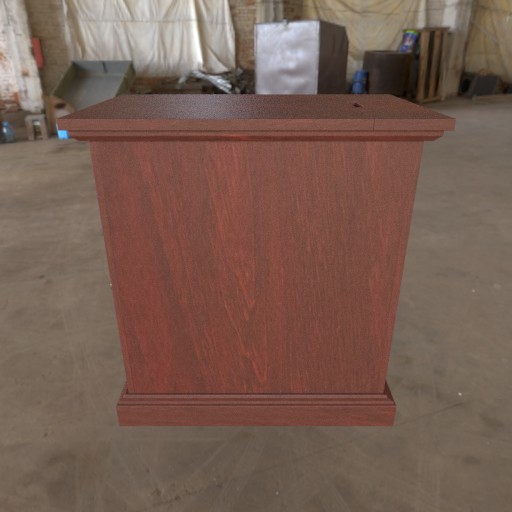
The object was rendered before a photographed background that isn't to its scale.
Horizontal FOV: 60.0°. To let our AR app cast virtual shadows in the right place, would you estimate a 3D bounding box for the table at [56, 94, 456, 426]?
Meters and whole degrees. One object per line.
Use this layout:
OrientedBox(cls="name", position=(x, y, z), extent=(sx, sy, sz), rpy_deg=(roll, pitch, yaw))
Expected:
OrientedBox(cls="table", position=(0.000, 0.000, 0.939), extent=(0.584, 0.612, 0.356), rpy_deg=(0, 25, 0))
